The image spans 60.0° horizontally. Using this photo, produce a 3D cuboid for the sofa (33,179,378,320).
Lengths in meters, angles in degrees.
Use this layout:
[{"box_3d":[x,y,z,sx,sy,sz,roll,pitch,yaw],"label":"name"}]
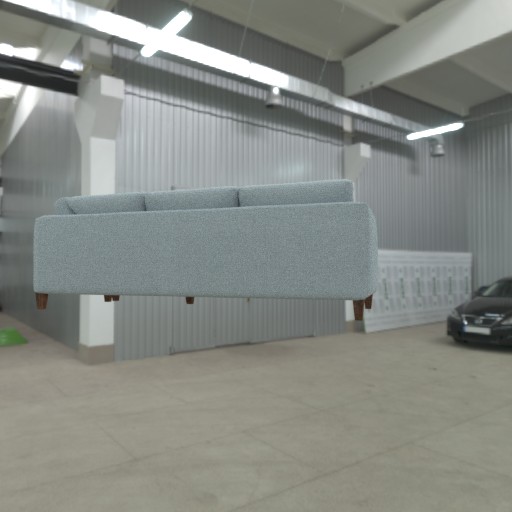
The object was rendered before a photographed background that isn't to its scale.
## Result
[{"box_3d":[0.000,0.000,4.614,2.551,0.889,3.403,-1,-2,18],"label":"sofa"}]
